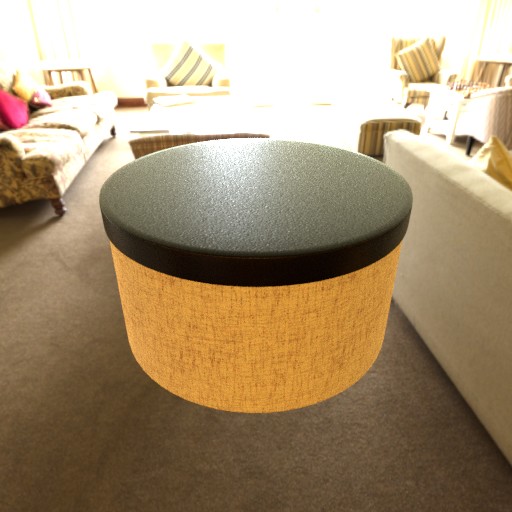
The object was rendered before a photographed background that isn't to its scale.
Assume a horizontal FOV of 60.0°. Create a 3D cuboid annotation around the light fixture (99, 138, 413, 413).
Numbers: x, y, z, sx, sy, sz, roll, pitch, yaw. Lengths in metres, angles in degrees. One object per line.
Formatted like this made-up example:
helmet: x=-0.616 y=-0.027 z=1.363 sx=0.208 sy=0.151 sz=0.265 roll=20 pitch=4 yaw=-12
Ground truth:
light fixture: x=0.000 y=0.000 z=0.631 sx=0.389 sy=0.229 sz=0.389 roll=0 pitch=31 yaw=0
